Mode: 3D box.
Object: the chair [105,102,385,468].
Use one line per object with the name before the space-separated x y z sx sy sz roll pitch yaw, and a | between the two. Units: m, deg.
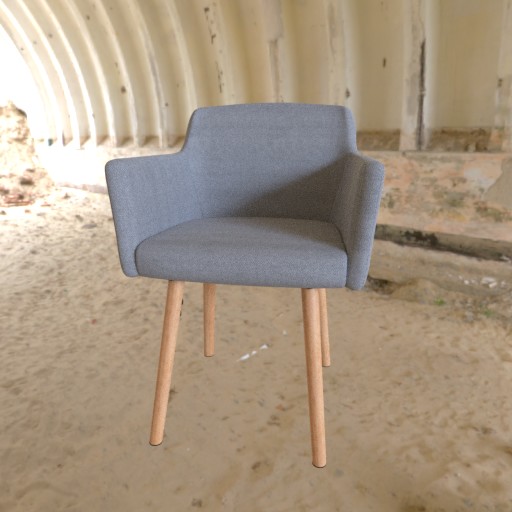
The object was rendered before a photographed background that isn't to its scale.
chair | 0.000 0.000 1.137 0.570 0.780 0.540 3 15 10
